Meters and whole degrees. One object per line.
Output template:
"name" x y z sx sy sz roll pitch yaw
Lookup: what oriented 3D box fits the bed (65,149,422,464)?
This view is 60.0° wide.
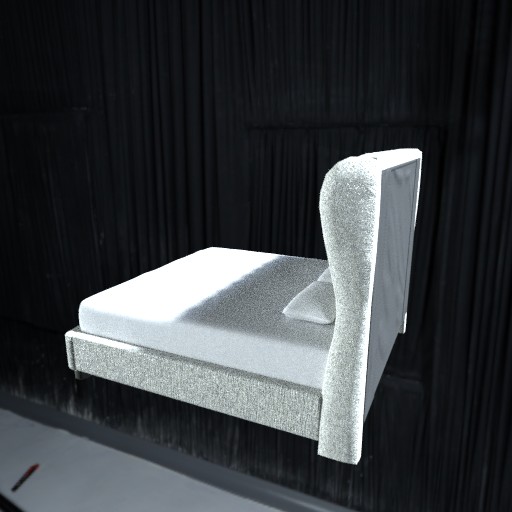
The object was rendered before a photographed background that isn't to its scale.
"bed" 0.000 0.000 3.795 2.347 1.771 2.219 7 16 24
